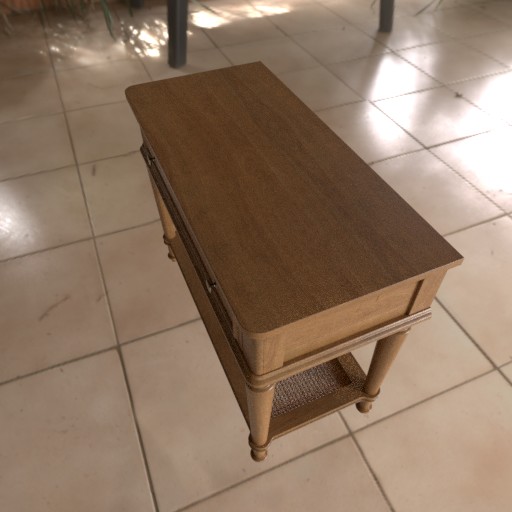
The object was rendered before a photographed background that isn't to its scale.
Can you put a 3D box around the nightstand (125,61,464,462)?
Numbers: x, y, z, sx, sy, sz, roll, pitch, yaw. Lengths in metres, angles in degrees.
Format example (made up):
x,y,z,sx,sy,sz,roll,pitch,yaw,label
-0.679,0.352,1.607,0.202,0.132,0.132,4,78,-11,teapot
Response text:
x,y,z,sx,sy,sz,roll,pitch,yaw,label
0.000,0.000,1.293,0.432,0.700,0.914,-18,49,-16,nightstand
